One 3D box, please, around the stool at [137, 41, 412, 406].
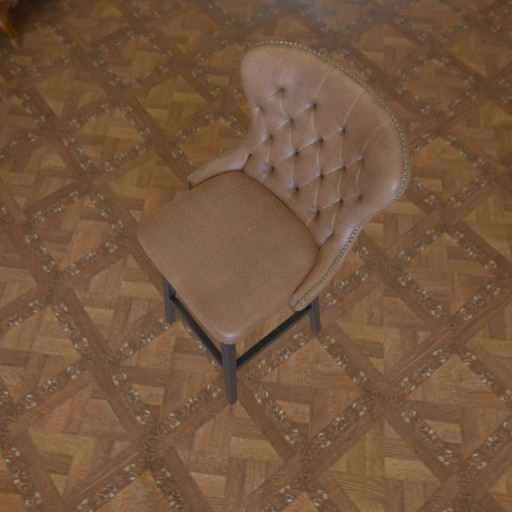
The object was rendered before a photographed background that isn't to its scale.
[{"bbox_3d":[0.000,0.000,1.366,0.601,1.050,0.528,-36,68,-17],"label":"stool"}]
